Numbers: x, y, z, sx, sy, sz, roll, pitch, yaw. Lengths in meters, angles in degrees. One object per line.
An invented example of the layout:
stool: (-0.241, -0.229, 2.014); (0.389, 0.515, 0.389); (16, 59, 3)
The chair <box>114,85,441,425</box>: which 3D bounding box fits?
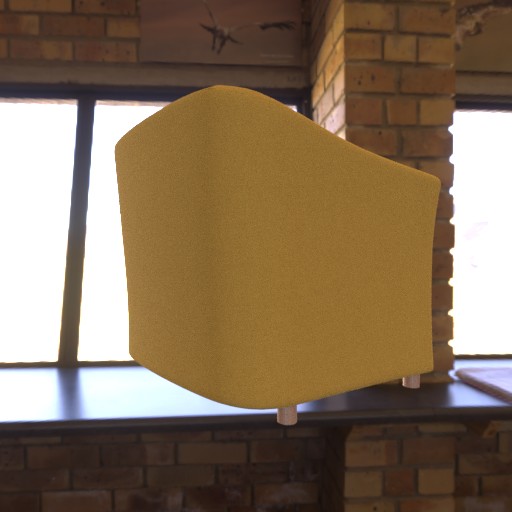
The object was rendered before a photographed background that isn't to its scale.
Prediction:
chair: (0.000, 0.000, 1.328); (0.700, 0.720, 0.790); (0, 0, -36)
